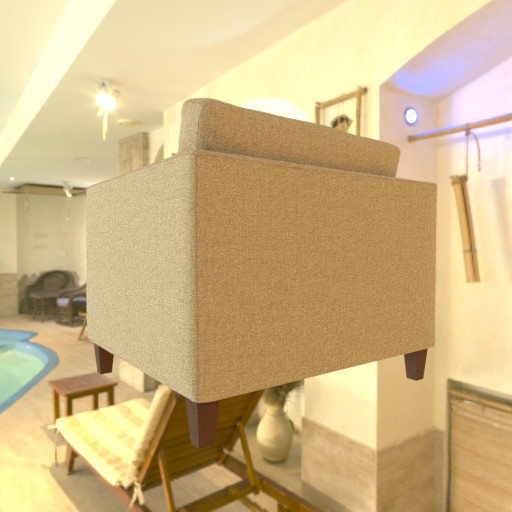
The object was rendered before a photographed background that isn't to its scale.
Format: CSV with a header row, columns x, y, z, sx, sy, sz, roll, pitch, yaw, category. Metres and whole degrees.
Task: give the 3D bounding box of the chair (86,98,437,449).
x,y,z,sx,sy,sz,roll,pitch,yaw,category
0.000,0.000,1.782,1.107,0.961,0.959,-1,2,-37,chair
